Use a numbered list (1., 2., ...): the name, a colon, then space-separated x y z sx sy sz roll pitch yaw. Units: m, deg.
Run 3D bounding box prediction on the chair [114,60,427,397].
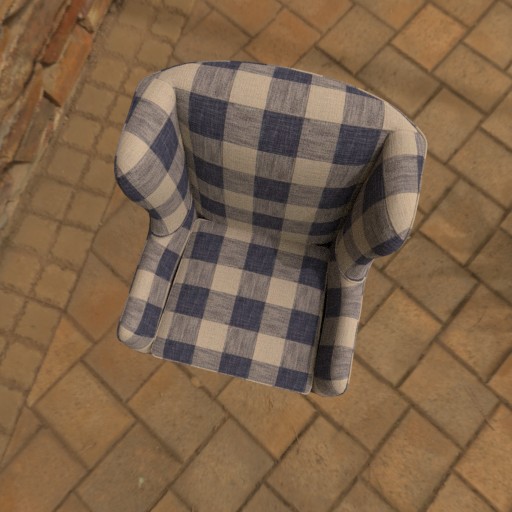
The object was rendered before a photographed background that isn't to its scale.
1. chair: 0.000 0.000 1.642 0.830 1.041 0.889 13 77 3
